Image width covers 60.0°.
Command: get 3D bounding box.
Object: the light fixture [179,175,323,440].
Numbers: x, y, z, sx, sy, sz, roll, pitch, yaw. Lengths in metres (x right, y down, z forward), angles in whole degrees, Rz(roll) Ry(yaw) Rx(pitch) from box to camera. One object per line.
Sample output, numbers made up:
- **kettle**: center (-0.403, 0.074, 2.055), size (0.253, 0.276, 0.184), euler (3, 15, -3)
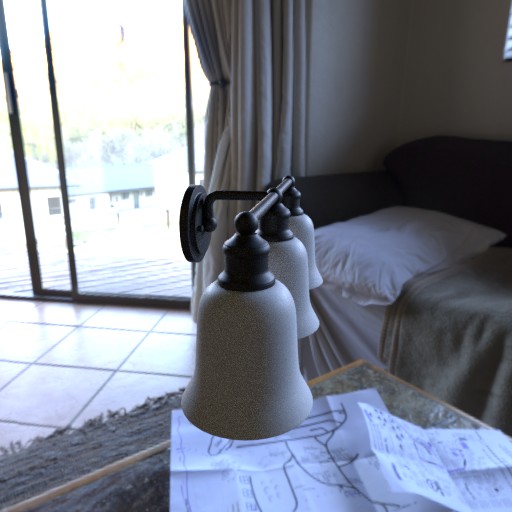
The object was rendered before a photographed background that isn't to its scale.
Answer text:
- **light fixture**: center (0.000, 0.000, 0.672), size (0.198, 0.211, 0.570), euler (3, 15, 9)
